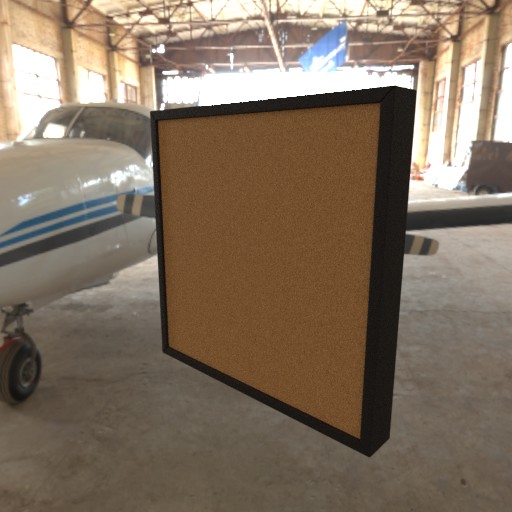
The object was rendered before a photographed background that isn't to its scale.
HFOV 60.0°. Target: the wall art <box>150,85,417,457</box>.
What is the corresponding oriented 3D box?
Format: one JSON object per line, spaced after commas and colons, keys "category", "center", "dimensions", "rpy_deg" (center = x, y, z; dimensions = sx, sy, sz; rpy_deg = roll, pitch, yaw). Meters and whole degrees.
{"category": "wall art", "center": [0.000, 0.000, 0.463], "dimensions": [0.305, 0.305, 0.037], "rpy_deg": [12, 18, 42]}
